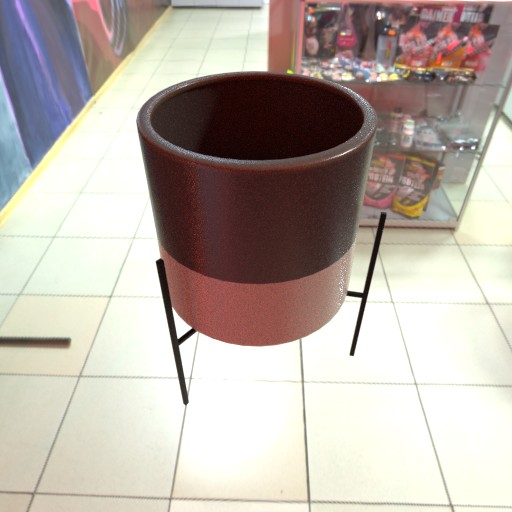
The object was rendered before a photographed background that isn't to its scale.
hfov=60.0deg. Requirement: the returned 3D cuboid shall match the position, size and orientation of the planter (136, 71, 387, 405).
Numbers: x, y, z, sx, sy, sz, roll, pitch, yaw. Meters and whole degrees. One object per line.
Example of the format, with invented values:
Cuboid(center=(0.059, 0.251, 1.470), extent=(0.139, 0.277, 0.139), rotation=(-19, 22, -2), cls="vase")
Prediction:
Cuboid(center=(0.000, 0.000, 0.536), extent=(0.250, 0.353, 0.260), rotation=(24, 46, 26), cls="planter")
